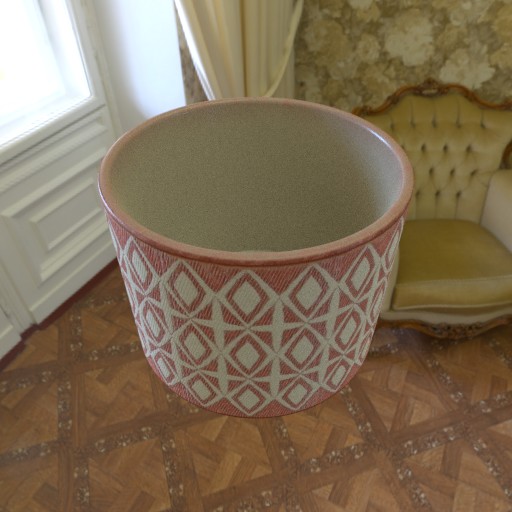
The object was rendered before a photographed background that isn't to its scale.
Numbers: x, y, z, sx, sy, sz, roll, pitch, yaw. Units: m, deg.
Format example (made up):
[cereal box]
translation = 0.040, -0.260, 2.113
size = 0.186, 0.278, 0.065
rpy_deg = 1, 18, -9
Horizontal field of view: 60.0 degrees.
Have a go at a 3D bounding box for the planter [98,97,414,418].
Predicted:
[planter]
translation = 0.000, 0.000, 0.473
size = 0.273, 0.237, 0.273
rpy_deg = 0, 42, 0
